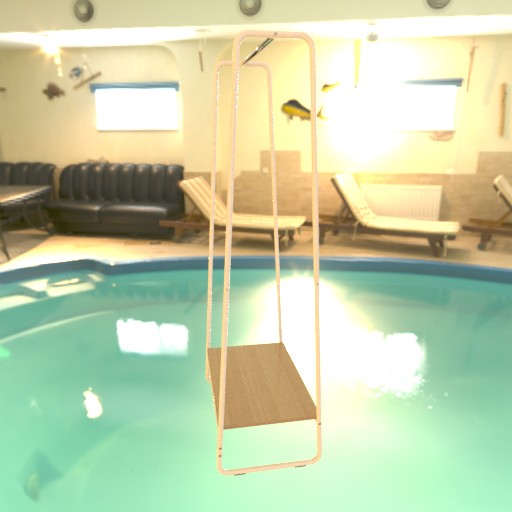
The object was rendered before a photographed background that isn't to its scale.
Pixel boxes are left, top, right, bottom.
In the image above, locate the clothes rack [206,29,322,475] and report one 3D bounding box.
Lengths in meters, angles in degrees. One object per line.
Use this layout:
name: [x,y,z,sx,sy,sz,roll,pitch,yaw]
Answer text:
clothes rack: [0.000,0.000,1.752,0.400,1.500,0.640,-3,16,-10]
